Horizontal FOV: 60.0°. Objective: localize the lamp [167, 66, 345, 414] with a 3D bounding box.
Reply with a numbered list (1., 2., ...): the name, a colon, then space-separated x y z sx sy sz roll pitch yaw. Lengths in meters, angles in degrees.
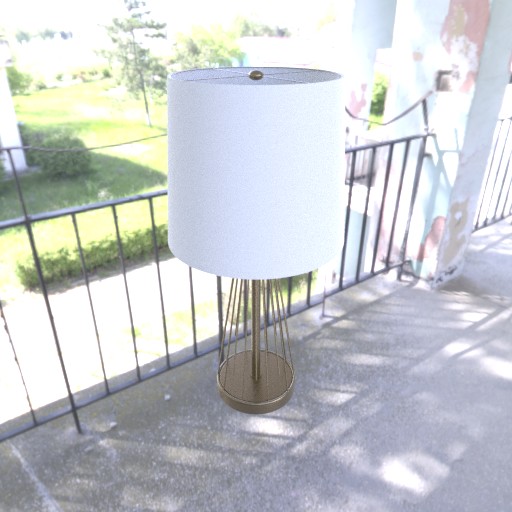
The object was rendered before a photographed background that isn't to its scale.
1. lamp: 0.000 0.000 0.795 0.303 0.618 0.303 0 28 0
